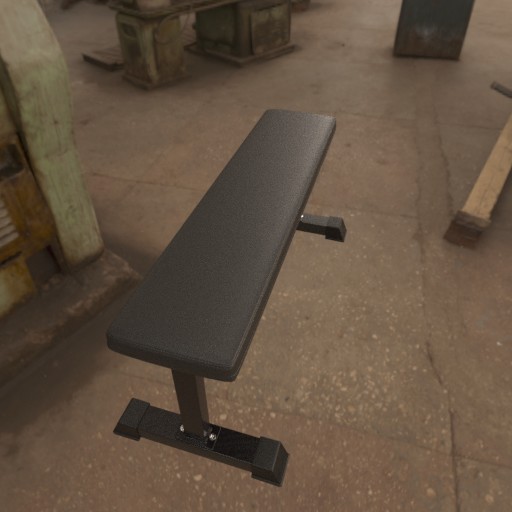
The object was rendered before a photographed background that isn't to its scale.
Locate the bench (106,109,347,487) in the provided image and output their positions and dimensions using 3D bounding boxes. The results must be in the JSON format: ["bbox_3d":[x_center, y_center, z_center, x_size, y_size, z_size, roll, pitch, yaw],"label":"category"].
[{"bbox_3d":[0.000,0.000,1.284,0.439,0.453,1.072,11,42,13],"label":"bench"}]
